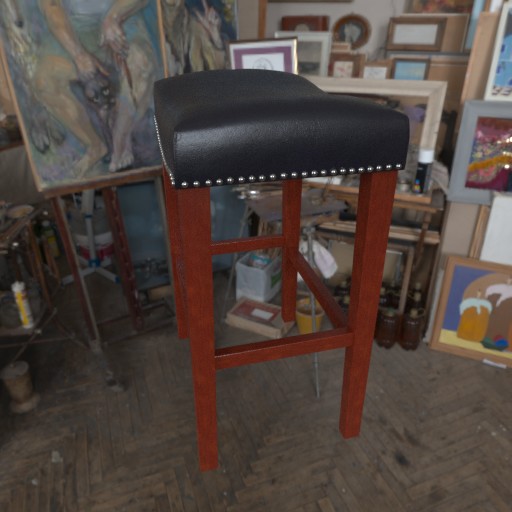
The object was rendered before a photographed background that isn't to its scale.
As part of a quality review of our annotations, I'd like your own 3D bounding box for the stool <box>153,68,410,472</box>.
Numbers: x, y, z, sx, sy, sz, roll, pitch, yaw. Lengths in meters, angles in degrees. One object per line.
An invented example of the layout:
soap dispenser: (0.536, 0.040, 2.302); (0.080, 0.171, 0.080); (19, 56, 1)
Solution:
stool: (0.000, 0.000, 1.001); (0.372, 0.742, 0.504); (-7, 29, -13)
